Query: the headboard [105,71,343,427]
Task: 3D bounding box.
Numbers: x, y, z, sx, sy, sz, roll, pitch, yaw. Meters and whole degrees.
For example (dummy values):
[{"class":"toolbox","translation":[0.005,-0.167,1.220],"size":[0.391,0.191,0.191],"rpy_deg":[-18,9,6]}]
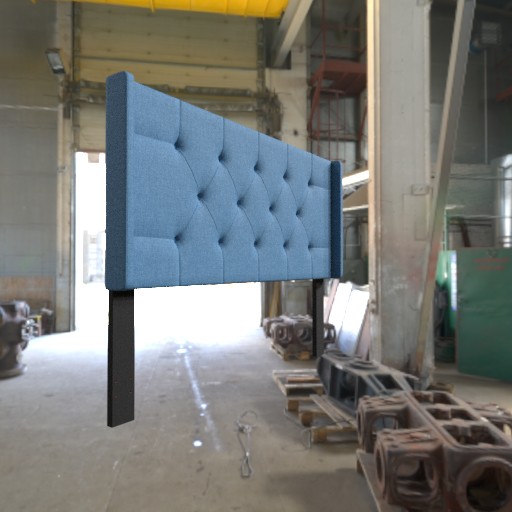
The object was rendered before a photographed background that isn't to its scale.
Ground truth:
[{"class":"headboard","translation":[0.000,0.000,2.698],"size":[0.184,1.524,2.051],"rpy_deg":[-1,-1,36]}]
